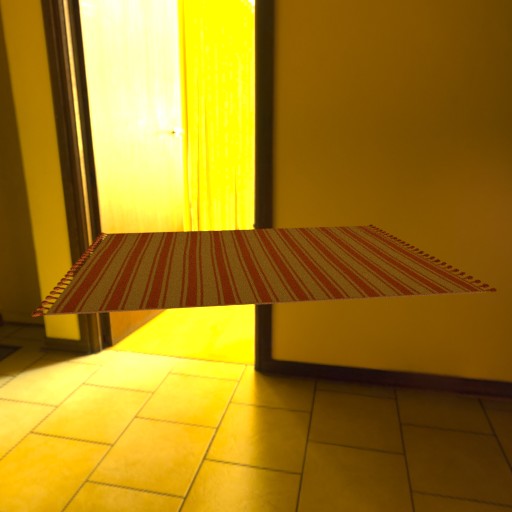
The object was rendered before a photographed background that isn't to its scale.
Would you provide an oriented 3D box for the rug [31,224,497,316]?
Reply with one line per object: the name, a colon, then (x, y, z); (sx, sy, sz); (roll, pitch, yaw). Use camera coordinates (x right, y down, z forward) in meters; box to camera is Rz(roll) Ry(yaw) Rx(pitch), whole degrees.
rug: (0.000, 0.000, 4.304); (3.369, 0.035, 2.451); (-2, 16, -8)
